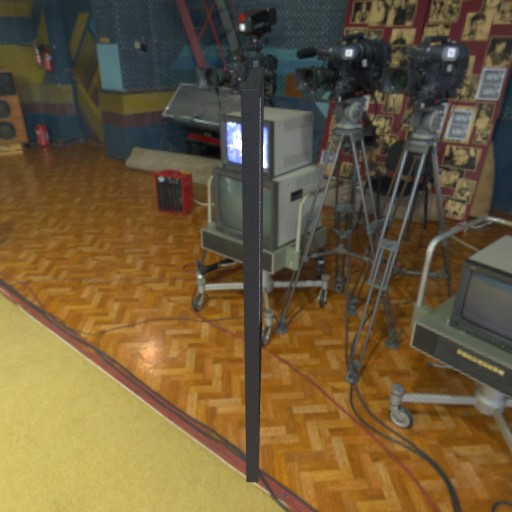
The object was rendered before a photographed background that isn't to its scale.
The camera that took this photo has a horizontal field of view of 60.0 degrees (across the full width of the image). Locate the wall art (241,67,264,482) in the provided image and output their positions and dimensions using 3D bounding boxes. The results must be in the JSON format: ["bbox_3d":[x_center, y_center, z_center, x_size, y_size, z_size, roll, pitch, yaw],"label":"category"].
[{"bbox_3d":[0.000,0.000,1.412,0.036,1.070,0.802,1,26,1],"label":"wall art"}]
